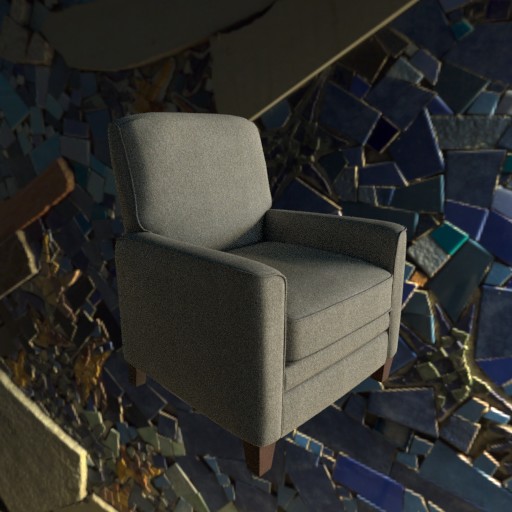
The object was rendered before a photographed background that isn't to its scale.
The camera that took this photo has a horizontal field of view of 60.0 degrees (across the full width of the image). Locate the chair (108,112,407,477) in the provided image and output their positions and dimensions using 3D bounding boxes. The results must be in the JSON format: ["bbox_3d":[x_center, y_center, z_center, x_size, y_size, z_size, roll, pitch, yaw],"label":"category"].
[{"bbox_3d":[0.000,0.000,1.646,0.858,1.028,0.841,15,22,42],"label":"chair"}]
